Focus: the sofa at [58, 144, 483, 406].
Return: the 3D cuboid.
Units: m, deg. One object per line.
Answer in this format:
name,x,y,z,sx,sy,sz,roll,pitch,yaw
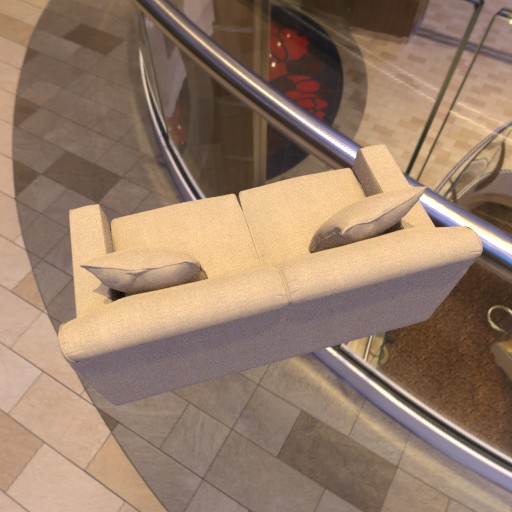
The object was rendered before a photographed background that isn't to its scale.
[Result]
sofa,0.000,0.000,2.408,1.846,0.958,0.998,-14,59,-8
